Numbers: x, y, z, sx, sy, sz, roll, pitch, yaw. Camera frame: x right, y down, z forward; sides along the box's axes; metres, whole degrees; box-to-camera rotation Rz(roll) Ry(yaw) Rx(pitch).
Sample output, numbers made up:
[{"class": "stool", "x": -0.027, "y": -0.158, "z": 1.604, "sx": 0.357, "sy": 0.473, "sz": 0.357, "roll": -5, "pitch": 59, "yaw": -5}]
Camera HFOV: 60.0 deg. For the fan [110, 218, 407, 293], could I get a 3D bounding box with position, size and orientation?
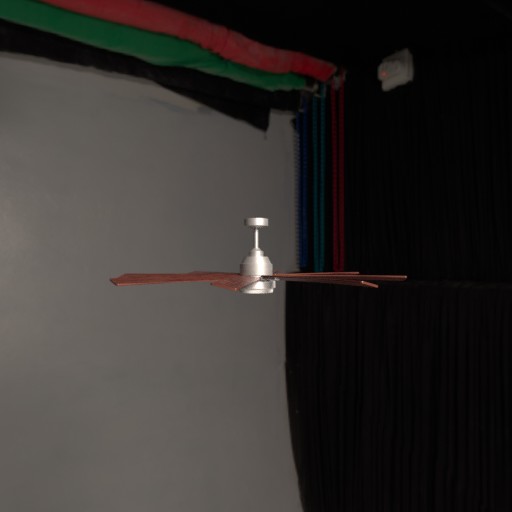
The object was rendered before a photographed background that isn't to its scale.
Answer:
[{"class": "fan", "x": 0.000, "y": 0.000, "z": 2.824, "sx": 1.830, "sy": 0.472, "sz": 1.830, "roll": 0, "pitch": 0, "yaw": -36}]
